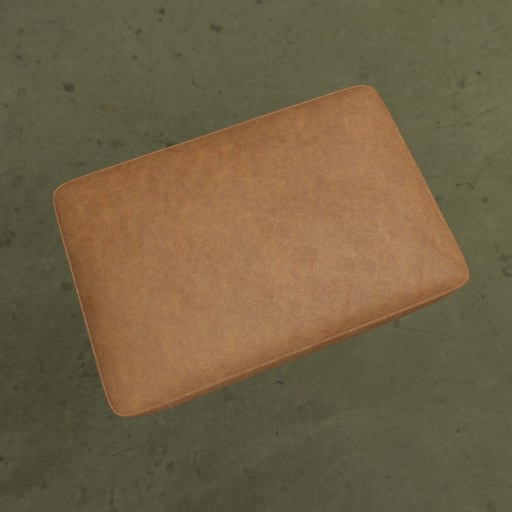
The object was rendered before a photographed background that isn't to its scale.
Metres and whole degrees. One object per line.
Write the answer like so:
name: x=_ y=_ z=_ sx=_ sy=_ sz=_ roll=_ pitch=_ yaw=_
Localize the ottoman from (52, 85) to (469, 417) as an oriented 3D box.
ottoman: x=0.000 y=0.000 z=1.201 sx=0.864 sy=0.483 sz=0.584 roll=-20 pitch=76 yaw=-5
